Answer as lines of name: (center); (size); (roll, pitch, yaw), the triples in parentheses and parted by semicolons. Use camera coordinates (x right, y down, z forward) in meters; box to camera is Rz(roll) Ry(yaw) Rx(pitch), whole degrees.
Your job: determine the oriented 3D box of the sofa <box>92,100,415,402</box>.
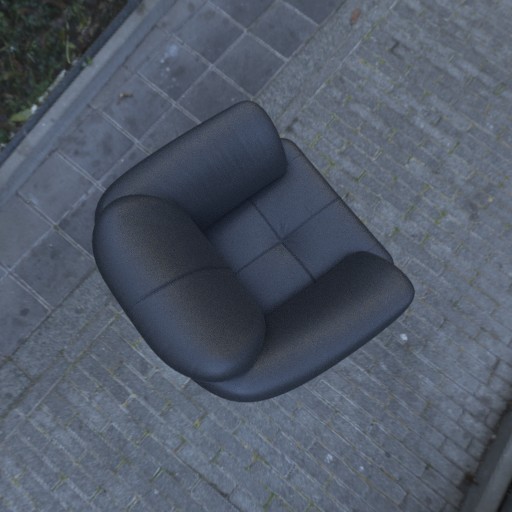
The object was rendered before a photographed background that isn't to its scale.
sofa: (0.000, 0.000, 1.506); (0.794, 0.811, 0.870); (-36, 79, -8)
